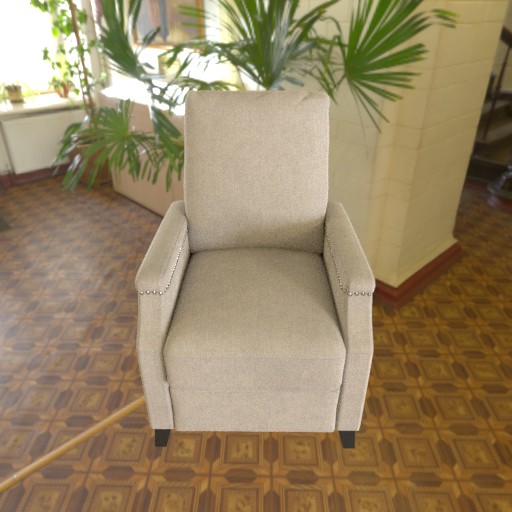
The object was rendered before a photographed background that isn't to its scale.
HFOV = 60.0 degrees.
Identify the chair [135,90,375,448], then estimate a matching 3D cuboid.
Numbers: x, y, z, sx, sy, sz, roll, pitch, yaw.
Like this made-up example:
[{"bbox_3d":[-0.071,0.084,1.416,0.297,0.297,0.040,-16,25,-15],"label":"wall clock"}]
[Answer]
[{"bbox_3d":[0.000,0.000,1.625,0.710,1.049,0.922,0,30,1],"label":"chair"}]
